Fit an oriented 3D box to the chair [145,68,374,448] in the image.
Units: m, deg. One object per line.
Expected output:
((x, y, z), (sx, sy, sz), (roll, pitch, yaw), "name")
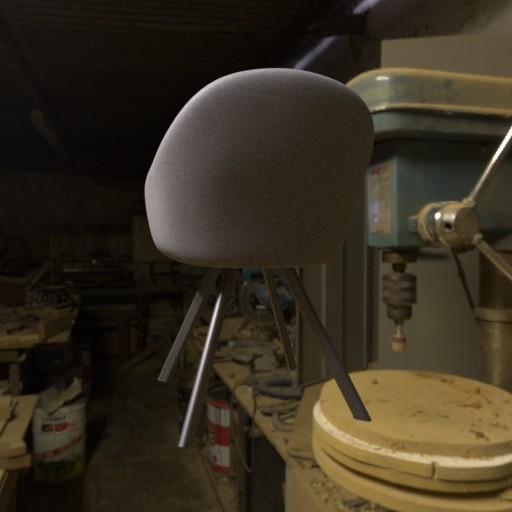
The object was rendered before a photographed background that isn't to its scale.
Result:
((0.000, 0.000, 1.164), (0.540, 0.780, 0.570), (-1, 2, -18), "chair")
